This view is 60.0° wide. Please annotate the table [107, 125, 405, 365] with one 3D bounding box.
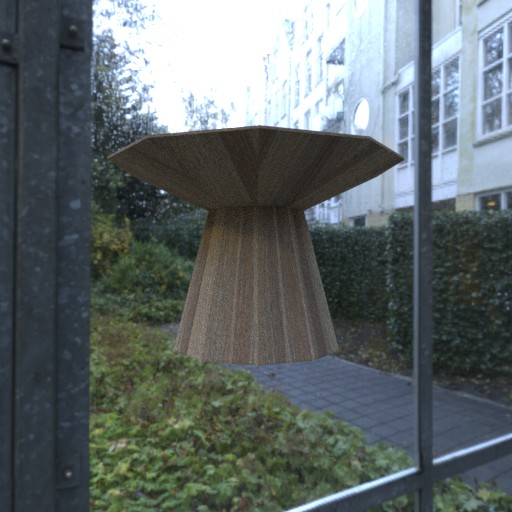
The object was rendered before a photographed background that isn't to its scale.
[{"bbox_3d":[0.000,0.000,1.866,1.186,0.752,1.186,0,0,0],"label":"table"}]
